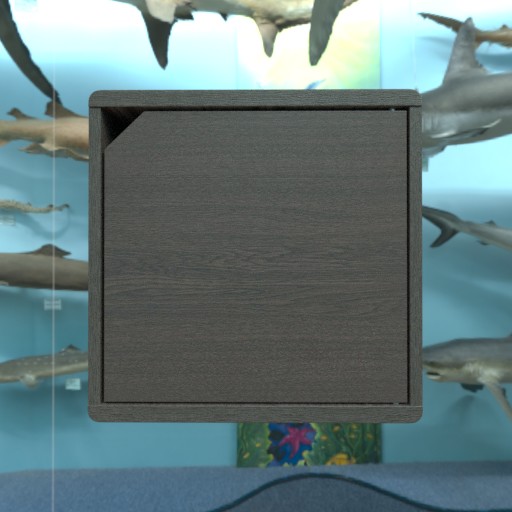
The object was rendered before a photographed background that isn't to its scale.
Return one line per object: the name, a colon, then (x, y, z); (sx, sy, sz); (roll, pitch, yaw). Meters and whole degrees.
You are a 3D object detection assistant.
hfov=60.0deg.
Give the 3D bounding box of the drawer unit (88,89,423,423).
drawer unit: (0.000, 0.000, 0.600); (0.344, 0.344, 0.290); (0, 0, 1)
